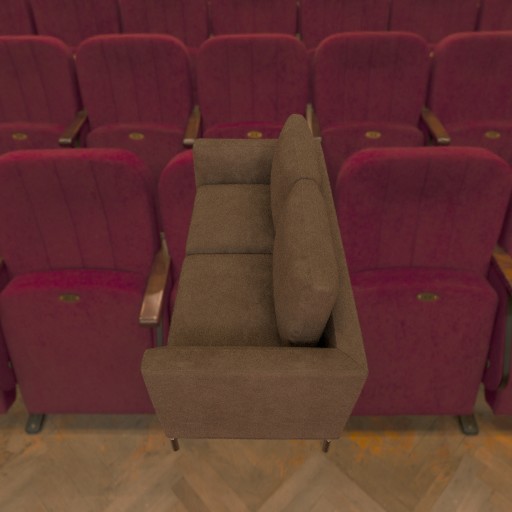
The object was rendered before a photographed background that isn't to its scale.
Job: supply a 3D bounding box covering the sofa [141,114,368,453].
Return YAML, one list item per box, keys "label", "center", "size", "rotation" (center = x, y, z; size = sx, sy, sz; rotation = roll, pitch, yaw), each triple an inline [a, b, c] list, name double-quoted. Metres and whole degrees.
- label: "sofa"
  center: [0.000, 0.000, 2.453]
  size: [0.855, 1.013, 1.832]
  rotation: [0, 42, 0]
